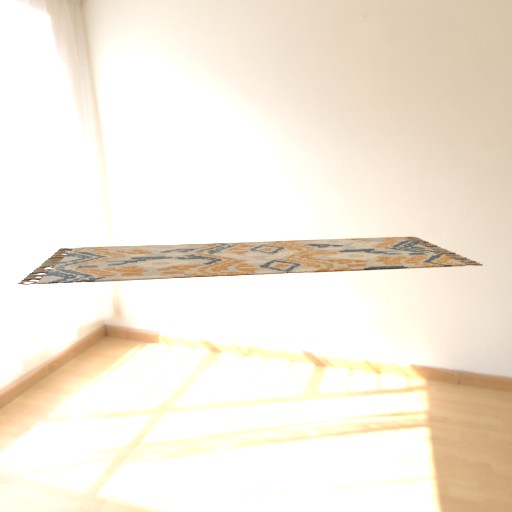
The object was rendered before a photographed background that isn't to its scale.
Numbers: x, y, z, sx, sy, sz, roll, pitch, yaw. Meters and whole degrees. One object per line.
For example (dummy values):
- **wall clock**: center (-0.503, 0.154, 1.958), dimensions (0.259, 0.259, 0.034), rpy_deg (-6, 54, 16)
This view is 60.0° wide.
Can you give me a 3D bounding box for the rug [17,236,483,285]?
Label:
- **rug**: center (0.000, 0.000, 2.655), dimensions (2.437, 0.010, 0.783), rpy_deg (-2, 14, -8)
